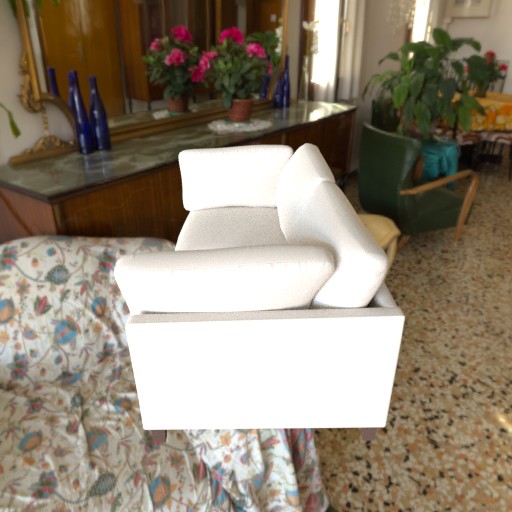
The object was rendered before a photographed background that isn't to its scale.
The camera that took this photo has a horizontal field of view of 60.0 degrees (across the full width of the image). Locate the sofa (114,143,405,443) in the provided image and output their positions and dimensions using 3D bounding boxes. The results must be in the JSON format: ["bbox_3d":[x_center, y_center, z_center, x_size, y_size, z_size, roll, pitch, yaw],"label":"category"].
[{"bbox_3d":[0.000,0.000,2.319,0.970,0.836,1.776,0,27,-1],"label":"sofa"}]
